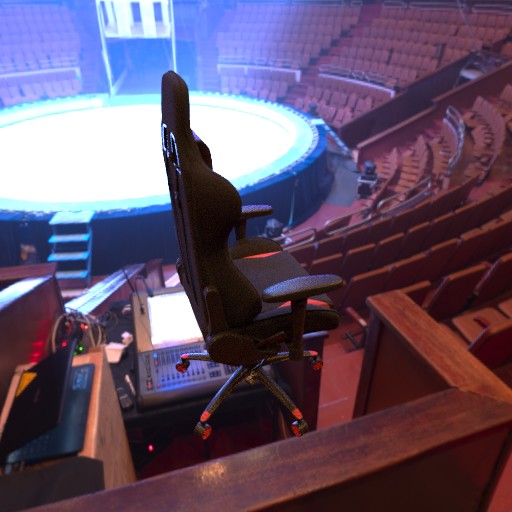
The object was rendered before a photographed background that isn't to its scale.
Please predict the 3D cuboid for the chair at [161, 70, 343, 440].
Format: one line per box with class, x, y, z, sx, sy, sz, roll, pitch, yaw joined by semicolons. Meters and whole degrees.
chair;0.000;0.000;1.685;0.658;1.326;0.695;-10;31;-17
